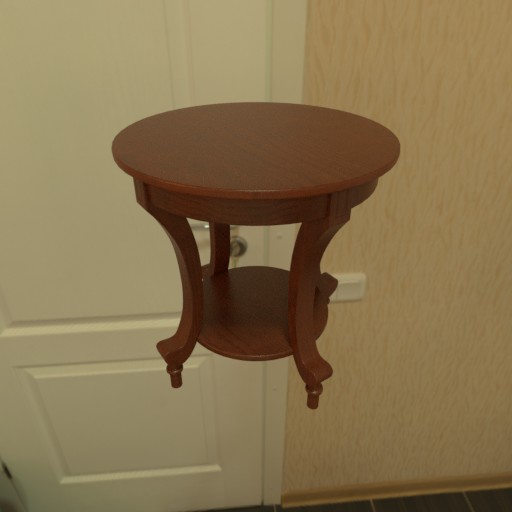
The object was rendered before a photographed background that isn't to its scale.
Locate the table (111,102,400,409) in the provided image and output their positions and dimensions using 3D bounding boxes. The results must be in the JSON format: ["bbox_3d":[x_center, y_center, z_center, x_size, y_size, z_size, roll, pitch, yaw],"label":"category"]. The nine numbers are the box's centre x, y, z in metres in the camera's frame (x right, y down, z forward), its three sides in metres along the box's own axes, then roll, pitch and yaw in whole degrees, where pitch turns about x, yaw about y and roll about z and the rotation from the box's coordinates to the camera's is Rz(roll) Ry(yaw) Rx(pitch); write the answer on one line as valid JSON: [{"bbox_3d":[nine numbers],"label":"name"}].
[{"bbox_3d":[0.000,0.000,1.108,0.597,0.612,0.597,0,32,0],"label":"table"}]
